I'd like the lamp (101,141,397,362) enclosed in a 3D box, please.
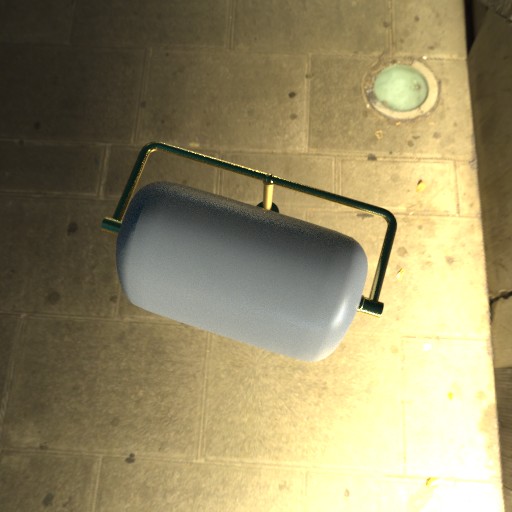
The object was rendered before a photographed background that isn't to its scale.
[{"bbox_3d":[0.000,0.000,0.568,0.269,0.404,0.227,17,77,4],"label":"lamp"}]
